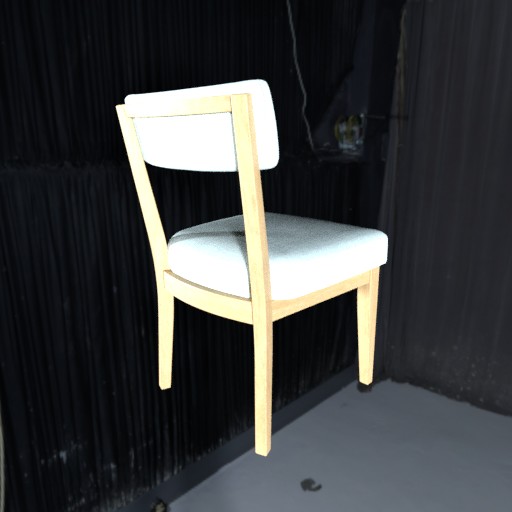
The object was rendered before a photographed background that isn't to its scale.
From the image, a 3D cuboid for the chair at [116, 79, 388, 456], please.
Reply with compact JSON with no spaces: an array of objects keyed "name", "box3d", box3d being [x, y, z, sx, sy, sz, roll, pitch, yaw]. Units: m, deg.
[{"name":"chair","box3d":[0.000,0.000,1.215,0.508,0.832,0.572,14,21,42]}]
